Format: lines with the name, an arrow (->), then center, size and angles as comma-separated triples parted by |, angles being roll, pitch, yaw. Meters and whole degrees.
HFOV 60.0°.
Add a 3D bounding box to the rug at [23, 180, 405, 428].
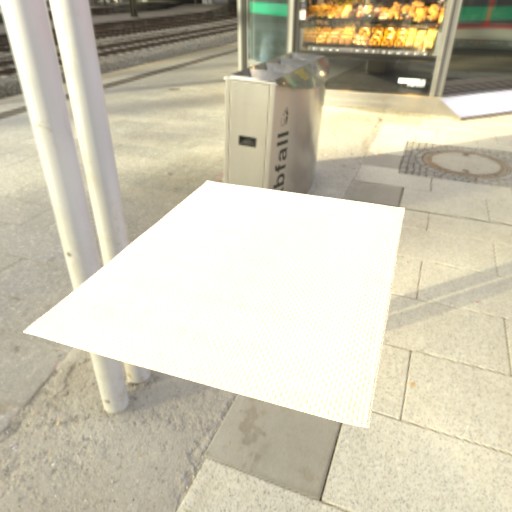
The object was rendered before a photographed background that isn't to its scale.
rug -> 0.000, 0.000, 3.788 | 2.277, 0.035, 2.897 | 10, 33, 17
